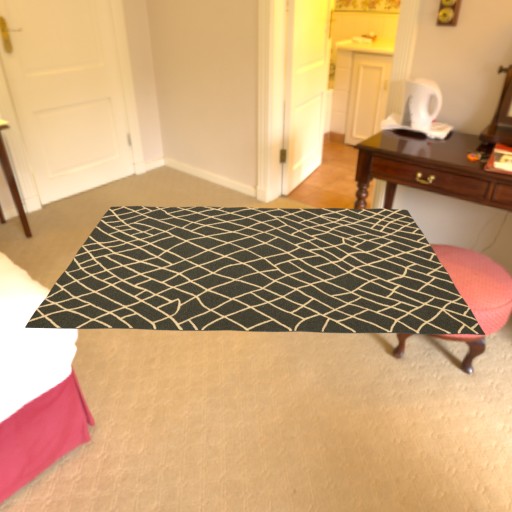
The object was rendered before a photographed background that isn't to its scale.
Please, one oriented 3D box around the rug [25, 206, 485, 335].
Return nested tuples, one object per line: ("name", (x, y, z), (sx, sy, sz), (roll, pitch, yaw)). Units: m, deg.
("rug", (0.000, 0.000, 3.001), (2.448, 0.017, 1.529), (1, 31, 1))
